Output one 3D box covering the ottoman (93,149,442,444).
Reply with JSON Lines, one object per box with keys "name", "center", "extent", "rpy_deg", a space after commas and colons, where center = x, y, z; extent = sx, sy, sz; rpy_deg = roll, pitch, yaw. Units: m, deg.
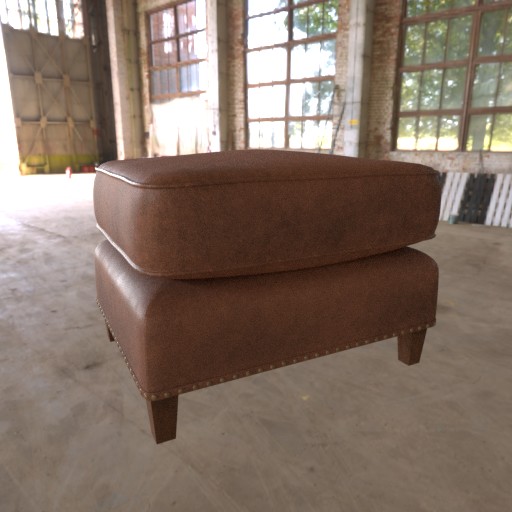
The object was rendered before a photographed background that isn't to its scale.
{"name": "ottoman", "center": [0.000, 0.000, 1.144], "extent": [0.738, 0.537, 0.589], "rpy_deg": [-8, 17, -26]}
